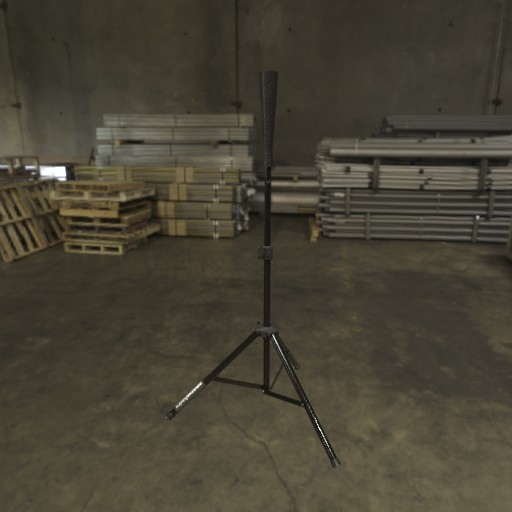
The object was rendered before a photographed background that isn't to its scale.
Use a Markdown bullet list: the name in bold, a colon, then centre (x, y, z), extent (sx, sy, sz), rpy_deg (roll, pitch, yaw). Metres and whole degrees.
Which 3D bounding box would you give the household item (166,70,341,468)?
- **household item**: centre (0.000, 0.000, 1.395), extent (0.559, 1.067, 0.559), rpy_deg (2, 15, 8)
